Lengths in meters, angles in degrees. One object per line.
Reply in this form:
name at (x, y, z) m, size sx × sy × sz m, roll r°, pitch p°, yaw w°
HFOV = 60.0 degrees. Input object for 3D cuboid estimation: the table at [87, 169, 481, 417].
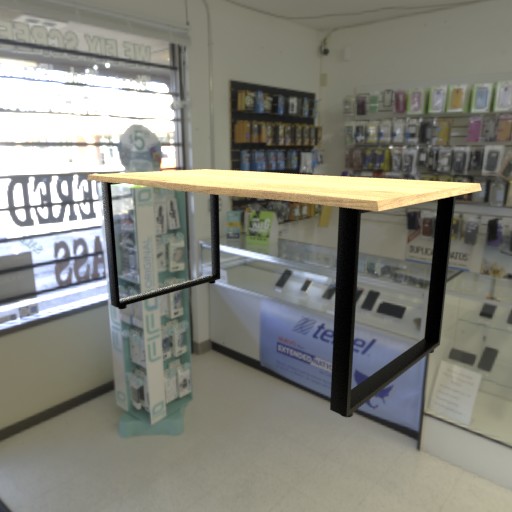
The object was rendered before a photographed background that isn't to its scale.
table at (0.000, 0.000, 2.264) m, size 1.800 × 0.780 × 0.900 m, roll 13°, pitch 19°, yaw 42°
